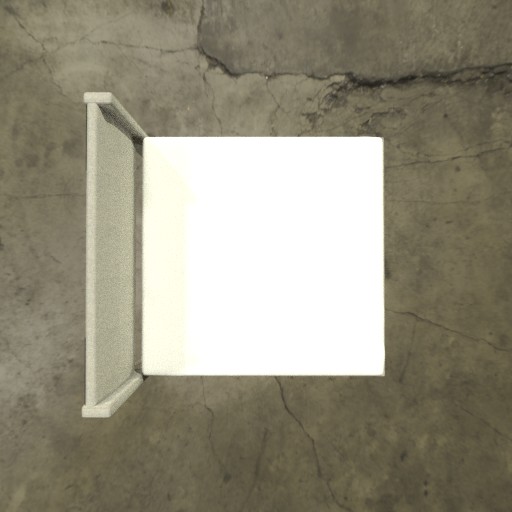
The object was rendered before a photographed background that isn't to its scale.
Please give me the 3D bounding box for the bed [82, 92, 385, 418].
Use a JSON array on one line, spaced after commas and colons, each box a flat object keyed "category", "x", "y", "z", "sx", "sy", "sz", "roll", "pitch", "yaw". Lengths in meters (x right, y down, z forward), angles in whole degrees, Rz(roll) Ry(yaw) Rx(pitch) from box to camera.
[{"category": "bed", "x": 0.000, "y": 0.000, "z": 3.630, "sx": 2.280, "sy": 1.470, "sz": 2.140, "roll": 0, "pitch": 89, "yaw": 0}]
